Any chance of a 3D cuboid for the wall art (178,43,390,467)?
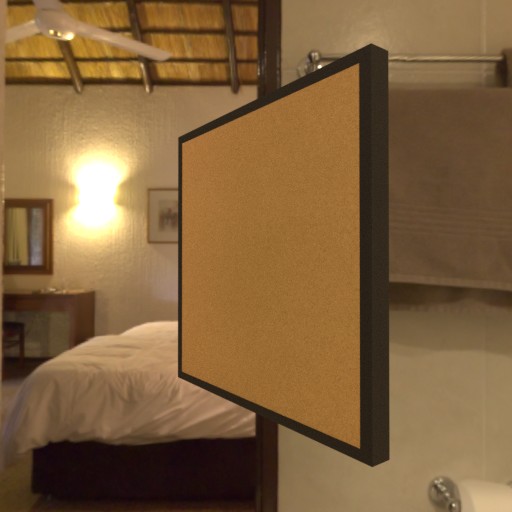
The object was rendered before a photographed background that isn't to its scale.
[{"bbox_3d":[0.000,0.000,0.743,0.033,0.507,0.508,0,-1,-37],"label":"wall art"}]
